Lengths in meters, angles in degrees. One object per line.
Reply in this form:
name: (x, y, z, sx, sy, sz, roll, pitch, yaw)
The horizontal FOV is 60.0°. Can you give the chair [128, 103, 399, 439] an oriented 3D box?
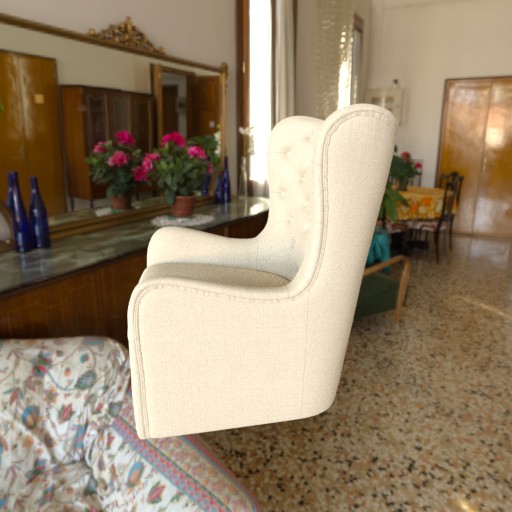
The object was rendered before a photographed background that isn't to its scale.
chair: (0.000, 0.000, 1.728, 0.929, 1.079, 0.831, -2, 15, -8)
